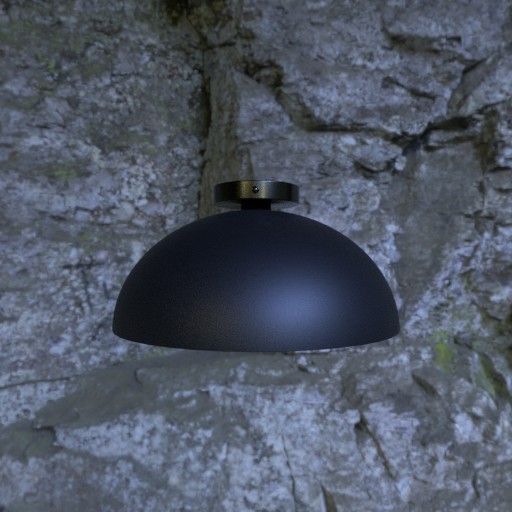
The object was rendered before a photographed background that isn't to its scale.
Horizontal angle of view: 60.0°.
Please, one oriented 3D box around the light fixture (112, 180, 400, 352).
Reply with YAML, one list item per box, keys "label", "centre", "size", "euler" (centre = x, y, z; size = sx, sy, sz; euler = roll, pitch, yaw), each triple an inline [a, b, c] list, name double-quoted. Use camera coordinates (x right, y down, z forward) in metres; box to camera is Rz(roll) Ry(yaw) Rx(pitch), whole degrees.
- label: "light fixture"
  centre: [0.000, 0.000, 0.575]
  size: [0.355, 0.177, 0.355]
  euler: [0, -1, 0]
